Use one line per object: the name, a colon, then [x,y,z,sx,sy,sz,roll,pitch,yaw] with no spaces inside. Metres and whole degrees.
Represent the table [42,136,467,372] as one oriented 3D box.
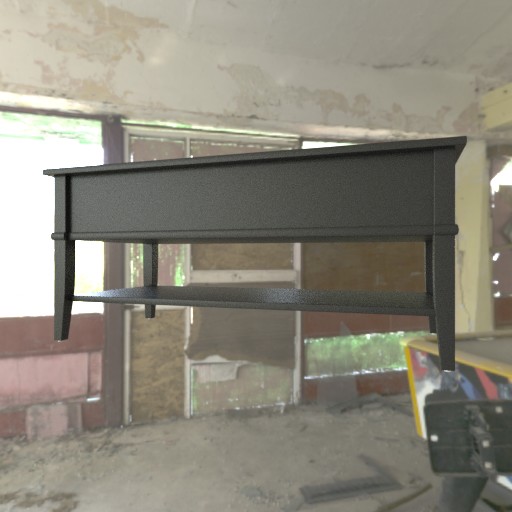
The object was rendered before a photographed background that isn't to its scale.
table: [0.000,0.000,1.277,1.044,0.470,0.523,0,0,19]
